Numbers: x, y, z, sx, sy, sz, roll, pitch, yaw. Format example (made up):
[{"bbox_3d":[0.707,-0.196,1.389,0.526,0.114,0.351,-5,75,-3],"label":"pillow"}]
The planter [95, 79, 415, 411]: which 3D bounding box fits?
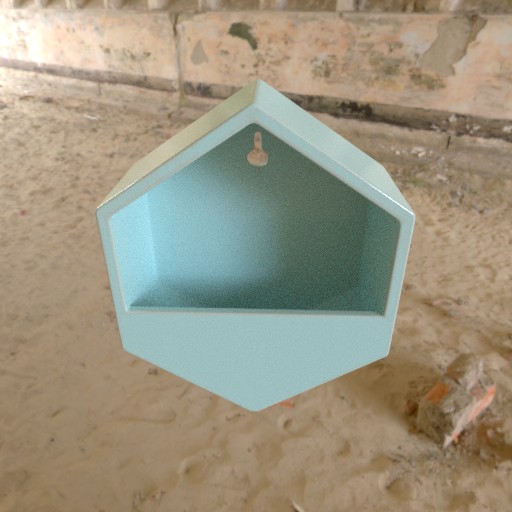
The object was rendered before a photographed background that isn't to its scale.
[{"bbox_3d":[0.000,0.000,0.289,0.169,0.207,0.078,1,30,2],"label":"planter"}]
